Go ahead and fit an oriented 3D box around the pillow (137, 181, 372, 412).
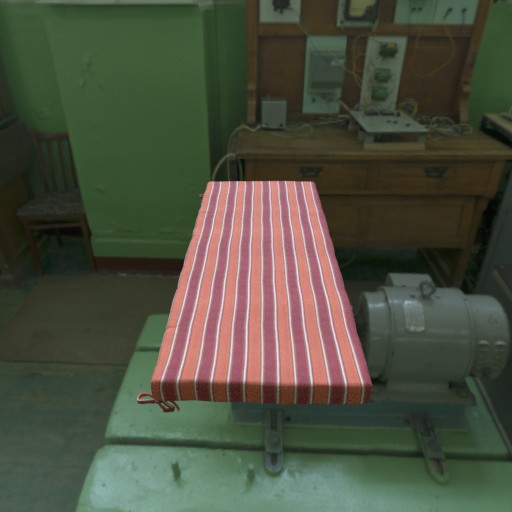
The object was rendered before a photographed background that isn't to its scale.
[{"bbox_3d":[0.000,0.000,1.399,0.492,0.081,1.187,0,30,1],"label":"pillow"}]
